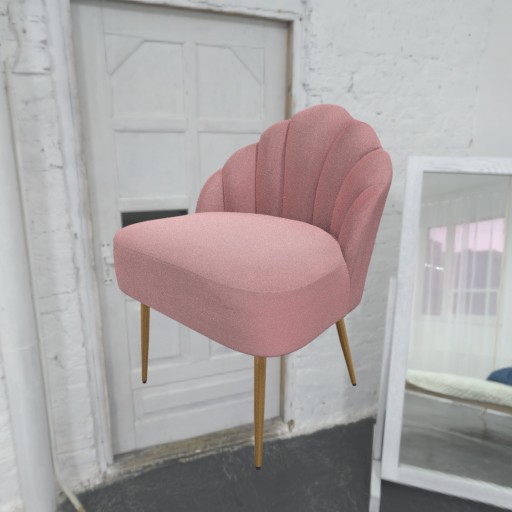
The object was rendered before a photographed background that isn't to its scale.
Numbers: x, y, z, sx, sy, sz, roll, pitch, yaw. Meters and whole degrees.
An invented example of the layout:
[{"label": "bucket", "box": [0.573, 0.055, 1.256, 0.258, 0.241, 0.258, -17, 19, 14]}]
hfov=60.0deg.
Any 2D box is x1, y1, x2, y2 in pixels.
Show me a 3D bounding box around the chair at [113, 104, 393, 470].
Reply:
[{"label": "chair", "box": [0.000, 0.000, 1.234, 0.599, 0.819, 0.657, -15, 22, -42]}]
